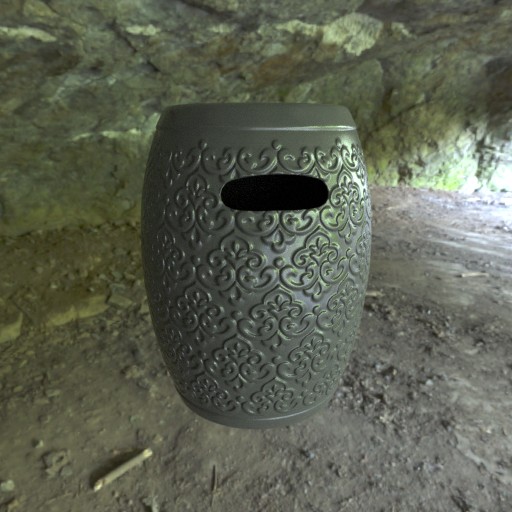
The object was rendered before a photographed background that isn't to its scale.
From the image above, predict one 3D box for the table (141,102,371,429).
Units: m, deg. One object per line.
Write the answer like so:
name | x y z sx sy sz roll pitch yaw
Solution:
table | 0.000 0.000 0.620 0.309 0.397 0.309 0 16 0
